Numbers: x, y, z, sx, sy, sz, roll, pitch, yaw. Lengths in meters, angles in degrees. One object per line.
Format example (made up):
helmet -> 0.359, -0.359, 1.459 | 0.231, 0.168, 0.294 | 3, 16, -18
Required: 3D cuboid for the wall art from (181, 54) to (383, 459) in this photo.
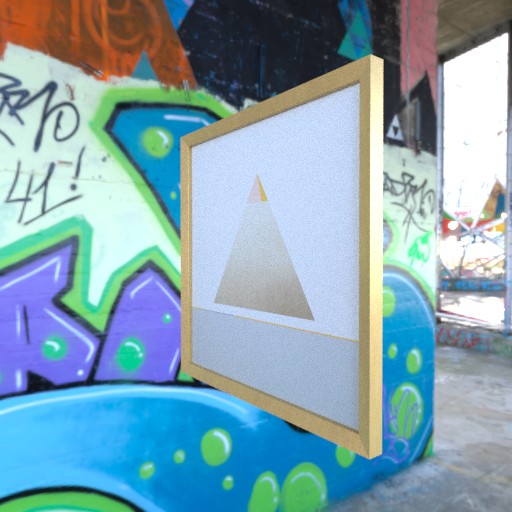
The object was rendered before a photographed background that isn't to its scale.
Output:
wall art -> 0.000, 0.000, 2.918 | 0.097, 1.936, 1.935 | 0, 1, -37
